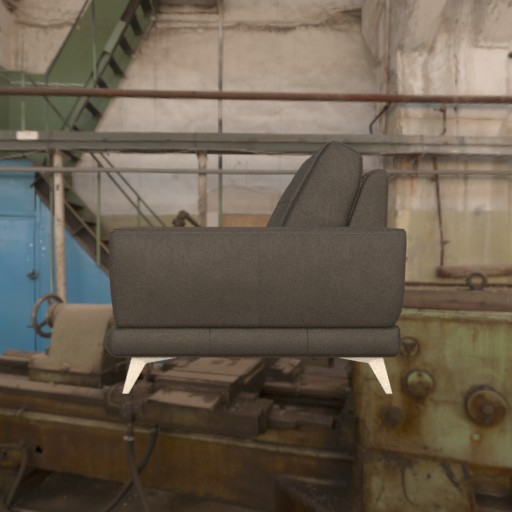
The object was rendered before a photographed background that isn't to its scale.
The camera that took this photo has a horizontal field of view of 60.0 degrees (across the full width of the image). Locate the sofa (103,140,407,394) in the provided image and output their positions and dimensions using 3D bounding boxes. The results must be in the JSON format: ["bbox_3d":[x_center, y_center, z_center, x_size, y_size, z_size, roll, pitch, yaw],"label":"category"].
[{"bbox_3d":[0.000,0.000,2.328,1.018,0.907,1.806,0,1,0],"label":"sofa"}]
